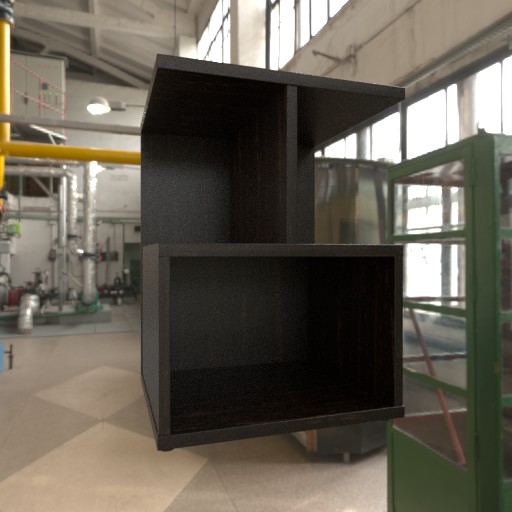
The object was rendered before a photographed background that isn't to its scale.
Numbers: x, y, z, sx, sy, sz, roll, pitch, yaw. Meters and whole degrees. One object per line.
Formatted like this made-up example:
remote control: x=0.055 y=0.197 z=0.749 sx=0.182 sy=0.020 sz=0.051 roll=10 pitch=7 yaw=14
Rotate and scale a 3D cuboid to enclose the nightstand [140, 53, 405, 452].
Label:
nightstand: x=0.000 y=0.000 z=0.836 sx=0.400 sy=0.559 sz=0.356 roll=0 pitch=0 yaw=-18
